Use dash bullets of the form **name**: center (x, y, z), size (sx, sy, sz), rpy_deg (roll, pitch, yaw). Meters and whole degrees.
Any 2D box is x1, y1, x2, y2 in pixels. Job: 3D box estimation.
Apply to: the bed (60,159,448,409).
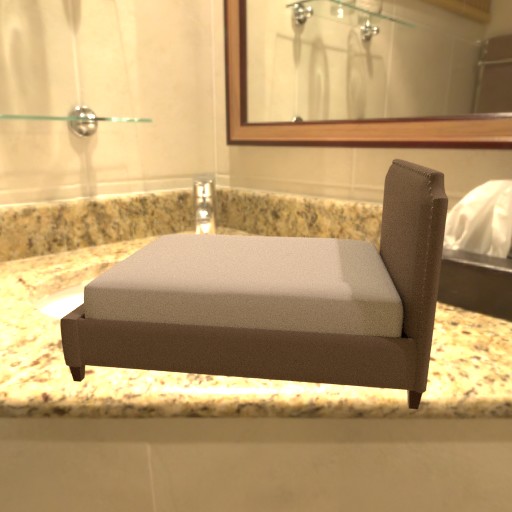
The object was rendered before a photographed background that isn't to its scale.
- **bed**: center (0.000, 0.000, 3.476), size (2.372, 1.443, 1.713), rpy_deg (2, 15, 8)
